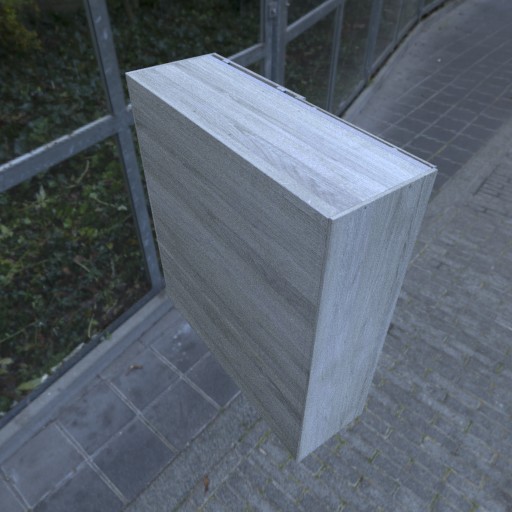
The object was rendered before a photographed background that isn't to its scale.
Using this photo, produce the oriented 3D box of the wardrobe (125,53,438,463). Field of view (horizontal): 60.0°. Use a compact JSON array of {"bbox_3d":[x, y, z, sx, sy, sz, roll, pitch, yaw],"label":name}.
[{"bbox_3d":[0.000,0.000,2.875,0.629,1.960,1.780,-26,48,-26],"label":"wardrobe"}]
